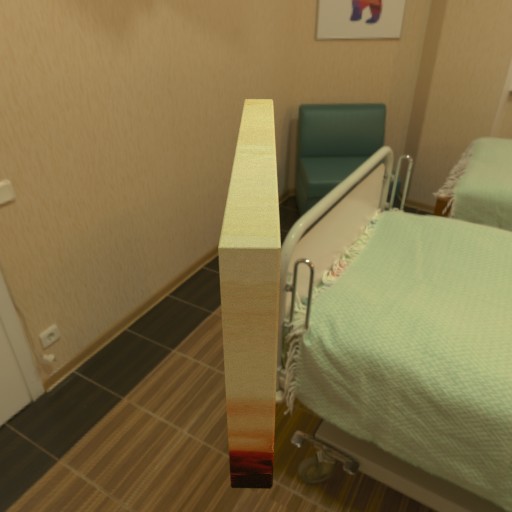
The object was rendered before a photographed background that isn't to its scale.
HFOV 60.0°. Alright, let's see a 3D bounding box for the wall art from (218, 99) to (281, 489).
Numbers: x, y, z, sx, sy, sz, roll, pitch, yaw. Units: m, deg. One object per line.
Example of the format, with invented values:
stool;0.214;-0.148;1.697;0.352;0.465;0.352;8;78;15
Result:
wall art;0.000;0.000;0.492;0.037;0.251;0.383;1;32;1
